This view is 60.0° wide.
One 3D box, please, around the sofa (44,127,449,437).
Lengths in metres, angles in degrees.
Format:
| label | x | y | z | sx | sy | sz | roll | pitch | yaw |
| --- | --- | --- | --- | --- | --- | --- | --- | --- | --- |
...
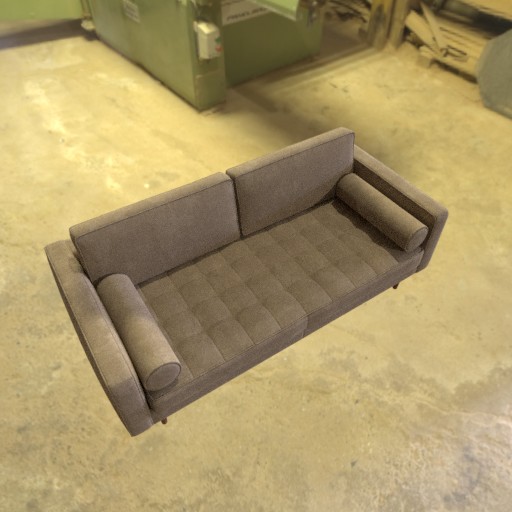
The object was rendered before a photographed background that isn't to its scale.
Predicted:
| label | x | y | z | sx | sy | sz | roll | pitch | yaw |
| --- | --- | --- | --- | --- | --- | --- | --- | --- | --- |
| sofa | 0.000 | 0.000 | 2.329 | 1.883 | 0.769 | 0.920 | -25 | 51 | -22 |
